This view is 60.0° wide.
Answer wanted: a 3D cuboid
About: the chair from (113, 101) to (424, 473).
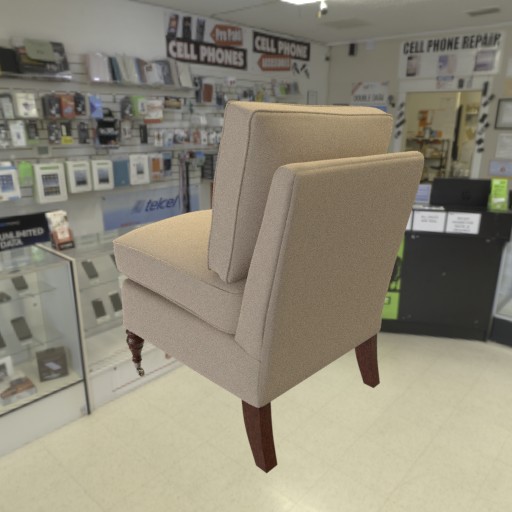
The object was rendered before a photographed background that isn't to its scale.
[{"bbox_3d":[0.000,0.000,1.638,0.912,1.052,0.724,16,23,42],"label":"chair"}]
